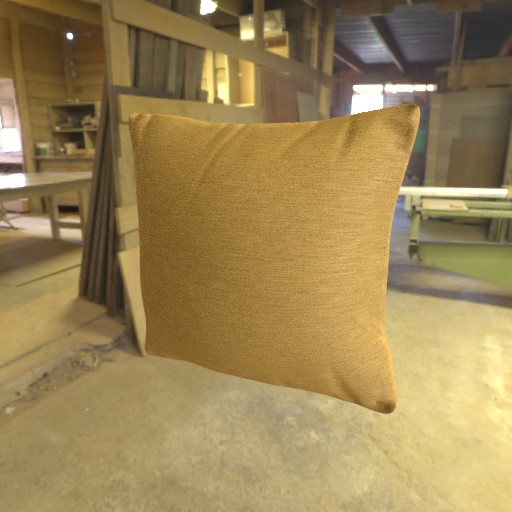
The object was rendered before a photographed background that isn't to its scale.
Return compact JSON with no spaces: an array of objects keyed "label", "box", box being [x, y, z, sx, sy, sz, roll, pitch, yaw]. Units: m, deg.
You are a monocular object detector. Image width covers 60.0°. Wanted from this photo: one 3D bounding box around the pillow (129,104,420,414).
[{"label":"pillow","box":[0.000,0.000,0.660,0.435,0.417,0.247,7,16,24]}]
